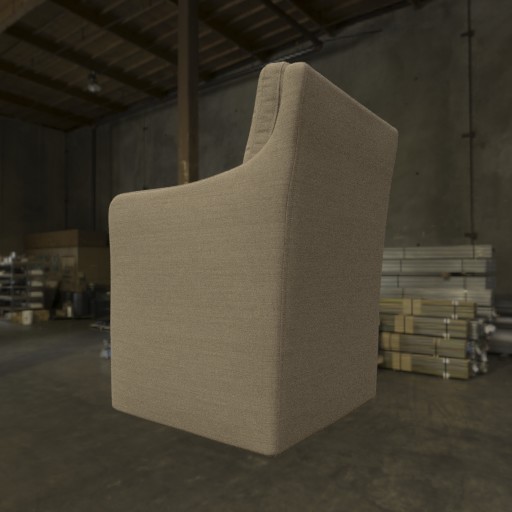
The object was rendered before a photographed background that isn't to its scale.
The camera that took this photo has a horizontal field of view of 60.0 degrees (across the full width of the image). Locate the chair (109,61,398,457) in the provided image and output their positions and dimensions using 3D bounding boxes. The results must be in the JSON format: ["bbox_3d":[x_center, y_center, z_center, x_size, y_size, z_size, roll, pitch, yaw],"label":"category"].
[{"bbox_3d":[0.000,0.000,1.358,0.694,0.914,0.626,-1,-2,37],"label":"chair"}]
